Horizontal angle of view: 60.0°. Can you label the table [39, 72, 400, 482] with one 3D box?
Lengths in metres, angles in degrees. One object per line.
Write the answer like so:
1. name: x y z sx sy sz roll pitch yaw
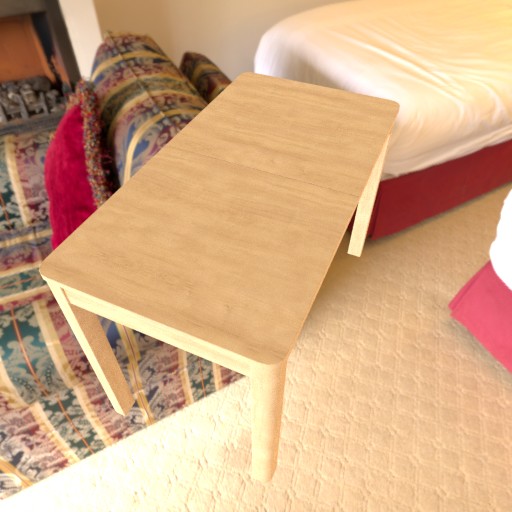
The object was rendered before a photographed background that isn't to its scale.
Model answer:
1. table: 0.000 0.000 1.901 0.750 0.900 1.400 18 49 16
